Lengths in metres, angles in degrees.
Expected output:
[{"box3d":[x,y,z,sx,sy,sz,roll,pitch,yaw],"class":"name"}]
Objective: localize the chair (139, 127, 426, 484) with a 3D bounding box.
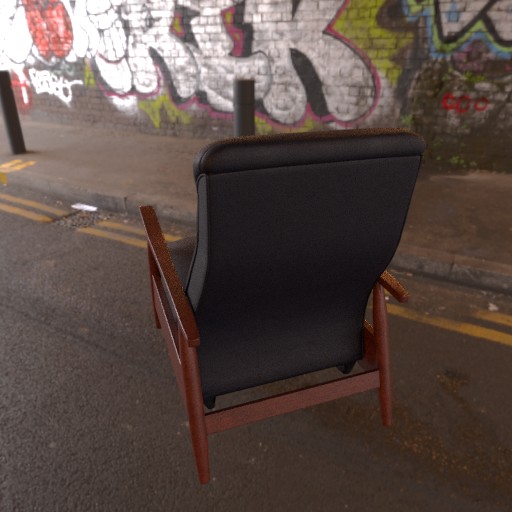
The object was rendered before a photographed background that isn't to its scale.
[{"box3d":[0.000,0.000,1.727,0.762,1.082,1.014,-9,26,-18],"class":"chair"}]
